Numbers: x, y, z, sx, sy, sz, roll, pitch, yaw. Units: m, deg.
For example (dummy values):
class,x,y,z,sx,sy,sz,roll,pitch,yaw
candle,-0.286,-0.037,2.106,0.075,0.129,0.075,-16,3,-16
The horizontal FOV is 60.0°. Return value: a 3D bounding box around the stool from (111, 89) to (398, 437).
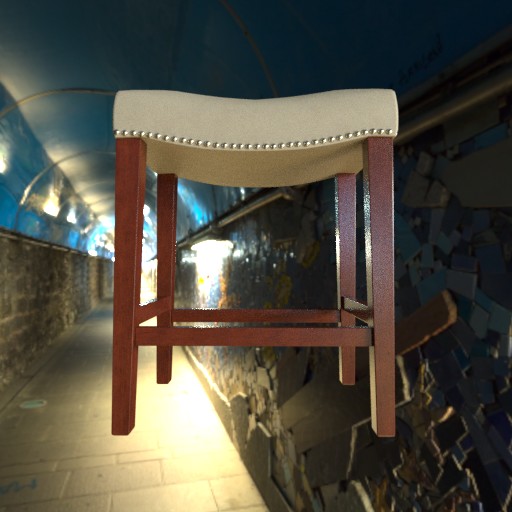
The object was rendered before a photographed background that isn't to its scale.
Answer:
class,x,y,z,sx,sy,sz,roll,pitch,yaw
stool,0.000,0.000,0.955,0.509,0.632,0.375,0,-1,1
